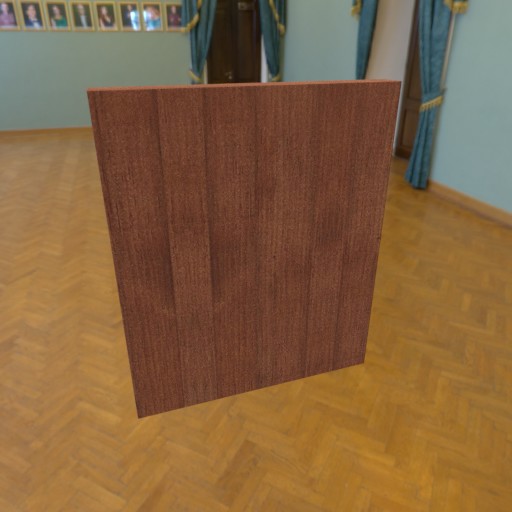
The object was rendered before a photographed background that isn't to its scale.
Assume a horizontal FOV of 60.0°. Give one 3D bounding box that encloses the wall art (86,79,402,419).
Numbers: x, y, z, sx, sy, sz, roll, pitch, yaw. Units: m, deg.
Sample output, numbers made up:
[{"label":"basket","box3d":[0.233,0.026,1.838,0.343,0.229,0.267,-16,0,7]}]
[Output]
[{"label":"wall art","box3d":[0.000,0.000,0.620,0.377,0.449,0.039,-9,27,-17]}]
